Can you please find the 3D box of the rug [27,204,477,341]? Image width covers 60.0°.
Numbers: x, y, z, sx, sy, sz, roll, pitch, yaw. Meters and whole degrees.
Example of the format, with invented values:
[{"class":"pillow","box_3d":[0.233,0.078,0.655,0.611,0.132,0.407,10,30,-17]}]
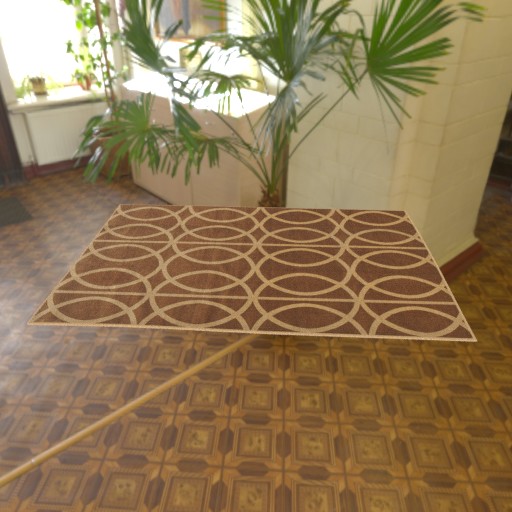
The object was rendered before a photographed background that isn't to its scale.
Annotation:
[{"class":"rug","box_3d":[0.000,0.000,2.889,2.294,0.014,1.528,2,31,3]}]
